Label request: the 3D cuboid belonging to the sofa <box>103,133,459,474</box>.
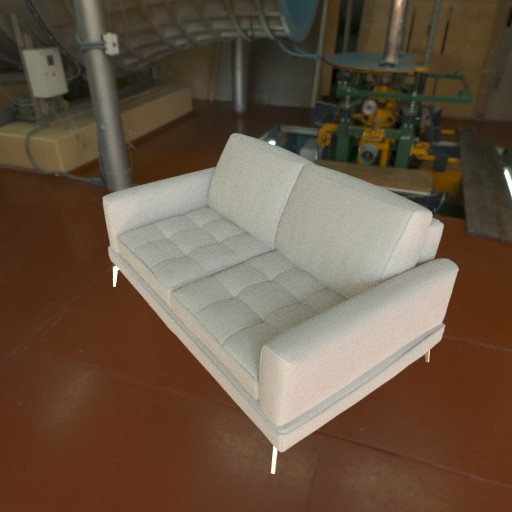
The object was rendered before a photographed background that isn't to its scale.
[{"bbox_3d":[0.000,0.000,2.452,1.121,0.930,1.819,-21,38,-31],"label":"sofa"}]
